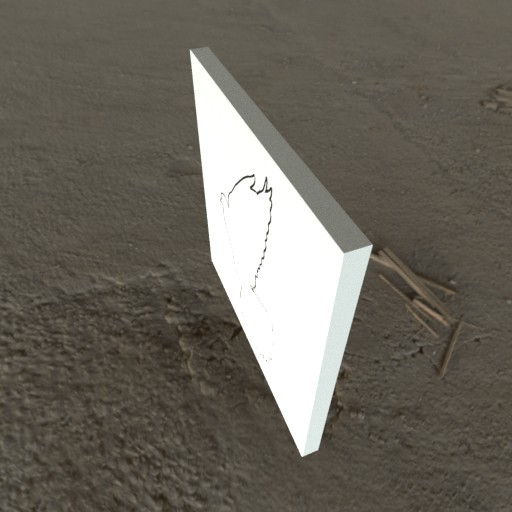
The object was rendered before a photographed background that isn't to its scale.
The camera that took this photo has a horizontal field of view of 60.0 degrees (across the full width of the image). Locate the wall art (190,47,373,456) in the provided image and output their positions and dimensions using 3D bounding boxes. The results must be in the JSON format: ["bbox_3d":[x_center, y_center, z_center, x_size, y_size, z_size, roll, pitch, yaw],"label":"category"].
[{"bbox_3d":[0.000,0.000,0.909,0.038,0.610,0.610,-16,48,-15],"label":"wall art"}]
